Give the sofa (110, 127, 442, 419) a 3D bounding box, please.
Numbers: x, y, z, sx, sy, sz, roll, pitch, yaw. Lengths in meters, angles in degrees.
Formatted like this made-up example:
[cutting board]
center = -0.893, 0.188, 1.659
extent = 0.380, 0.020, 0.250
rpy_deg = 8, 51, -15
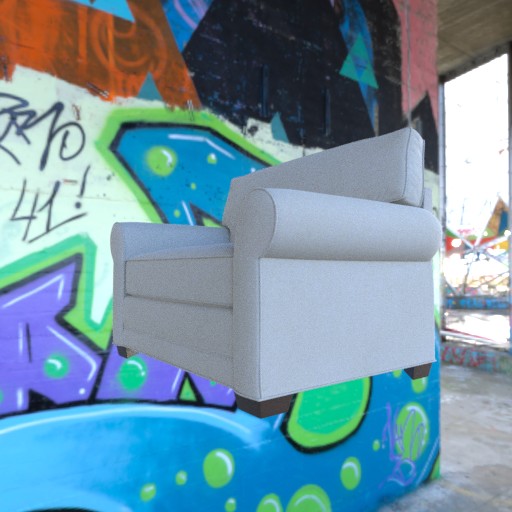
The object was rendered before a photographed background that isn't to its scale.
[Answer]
[sofa]
center = 0.000, 0.000, 2.060
extent = 0.937, 1.006, 1.405
rpy_deg = 1, -2, -37
